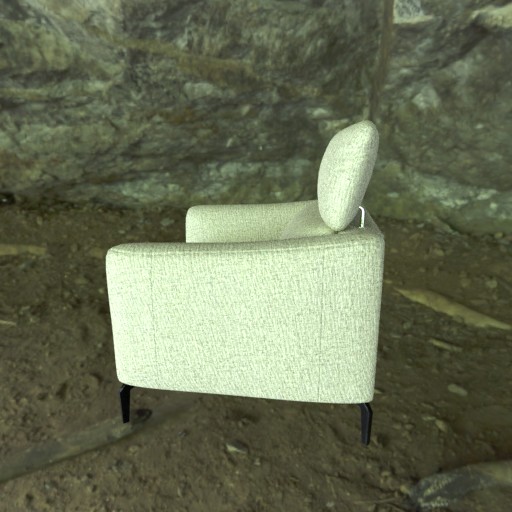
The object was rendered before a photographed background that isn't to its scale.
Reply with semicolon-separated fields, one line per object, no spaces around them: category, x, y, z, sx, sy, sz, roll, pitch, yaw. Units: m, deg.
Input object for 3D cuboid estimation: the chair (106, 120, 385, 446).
chair;0.000;0.000;1.699;0.835;0.967;0.972;2;15;8
